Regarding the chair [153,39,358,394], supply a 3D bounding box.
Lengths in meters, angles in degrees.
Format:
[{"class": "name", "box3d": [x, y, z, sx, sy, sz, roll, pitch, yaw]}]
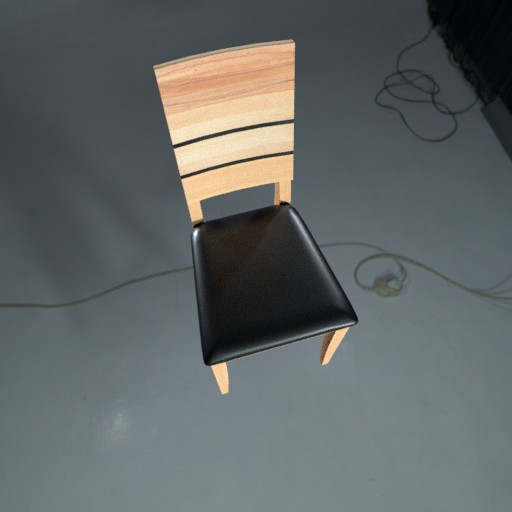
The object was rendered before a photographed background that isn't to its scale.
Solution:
[{"class": "chair", "box3d": [0.000, 0.000, 1.226, 0.410, 0.940, 0.520, -14, 64, -7]}]
